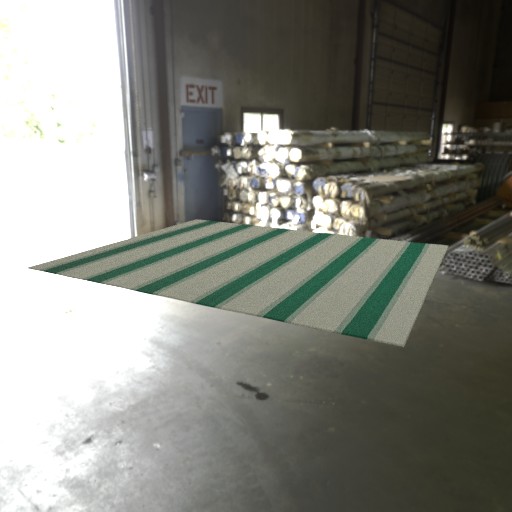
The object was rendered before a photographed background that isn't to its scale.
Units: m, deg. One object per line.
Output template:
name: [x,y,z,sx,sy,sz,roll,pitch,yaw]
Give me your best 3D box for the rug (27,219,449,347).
rug: [0.000,0.000,4.042,3.041,0.019,2.434,8,17,27]
